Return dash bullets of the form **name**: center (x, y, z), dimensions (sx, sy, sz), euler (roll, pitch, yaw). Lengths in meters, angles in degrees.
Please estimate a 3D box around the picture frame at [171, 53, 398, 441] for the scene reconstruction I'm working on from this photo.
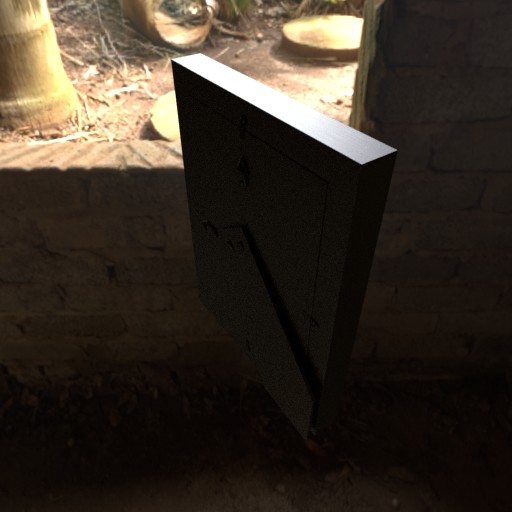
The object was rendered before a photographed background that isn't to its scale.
- **picture frame**: center (0.000, 0.000, 0.288), dimensions (0.028, 0.208, 0.157), euler (-25, 46, -26)
